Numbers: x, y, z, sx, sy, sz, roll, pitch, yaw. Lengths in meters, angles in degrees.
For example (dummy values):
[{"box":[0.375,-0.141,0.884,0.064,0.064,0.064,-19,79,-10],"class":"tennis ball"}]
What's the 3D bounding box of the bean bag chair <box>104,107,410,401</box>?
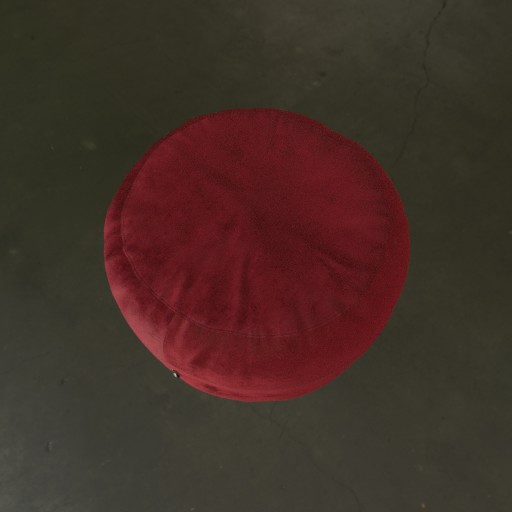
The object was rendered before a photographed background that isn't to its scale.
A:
[{"box":[0.000,0.000,1.952,1.219,0.762,1.219,0,63,0],"class":"bean bag chair"}]
